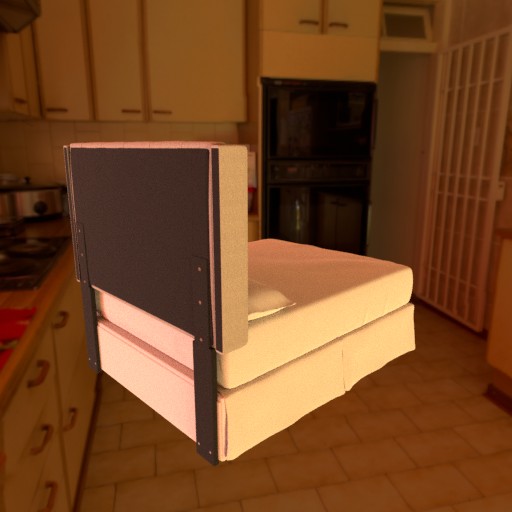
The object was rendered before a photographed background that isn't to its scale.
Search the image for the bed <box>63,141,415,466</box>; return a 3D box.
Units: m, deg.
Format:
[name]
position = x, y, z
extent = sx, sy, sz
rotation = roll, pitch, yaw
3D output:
[bed]
position = 0.000, 0.000, 3.356
extent = 2.066, 1.665, 1.719
rotation = -13, 19, -42
